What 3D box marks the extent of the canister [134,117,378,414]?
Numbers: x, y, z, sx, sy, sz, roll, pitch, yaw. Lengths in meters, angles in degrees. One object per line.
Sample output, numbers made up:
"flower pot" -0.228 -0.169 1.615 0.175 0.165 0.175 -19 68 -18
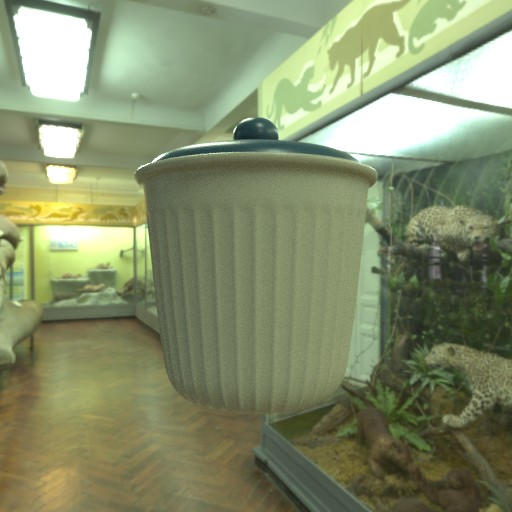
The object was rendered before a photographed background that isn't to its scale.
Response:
"canister" 0.000 0.000 0.341 0.181 0.211 0.181 0 0 0
